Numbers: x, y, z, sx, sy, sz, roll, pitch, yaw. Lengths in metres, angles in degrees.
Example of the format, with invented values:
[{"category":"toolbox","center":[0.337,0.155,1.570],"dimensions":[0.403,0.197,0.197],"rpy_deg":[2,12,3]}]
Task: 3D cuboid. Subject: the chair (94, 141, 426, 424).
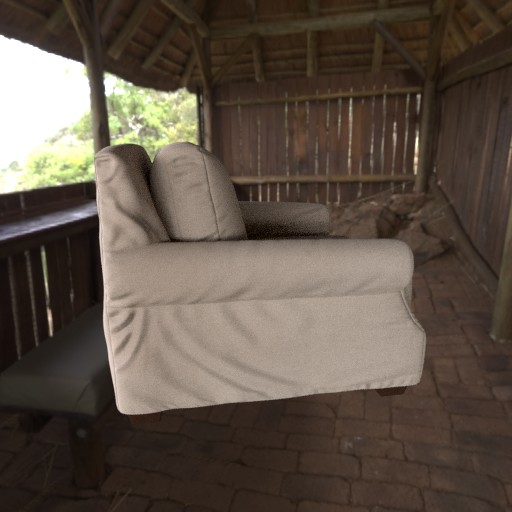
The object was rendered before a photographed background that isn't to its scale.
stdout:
[{"category":"chair","center":[0.000,0.000,1.726],"dimensions":[1.066,0.866,0.940],"rpy_deg":[-3,16,-10]}]
